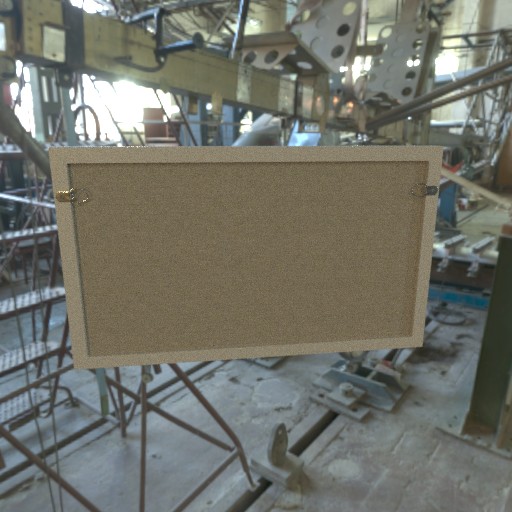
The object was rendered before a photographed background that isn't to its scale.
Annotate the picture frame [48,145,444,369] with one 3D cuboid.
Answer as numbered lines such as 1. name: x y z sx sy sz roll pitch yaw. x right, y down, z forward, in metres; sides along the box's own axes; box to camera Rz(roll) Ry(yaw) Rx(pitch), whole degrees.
1. picture frame: 0.000 0.000 0.787 0.647 0.379 0.044 -2 15 -8
